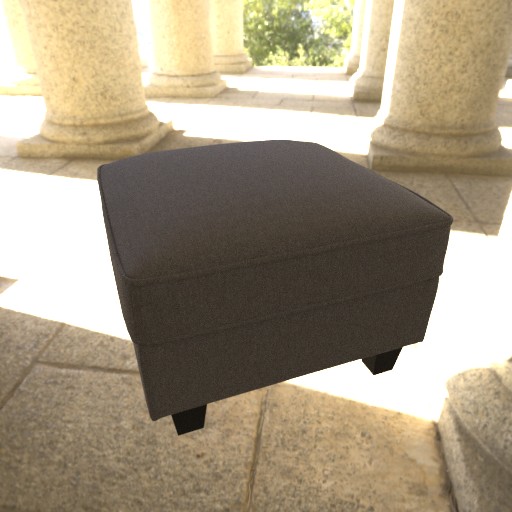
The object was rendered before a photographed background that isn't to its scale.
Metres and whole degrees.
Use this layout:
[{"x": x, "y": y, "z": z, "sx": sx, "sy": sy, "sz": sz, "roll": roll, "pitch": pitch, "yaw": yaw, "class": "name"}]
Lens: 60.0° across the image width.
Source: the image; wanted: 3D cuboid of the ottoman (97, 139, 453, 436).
[{"x": 0.000, "y": 0.000, "z": 1.412, "sx": 0.871, "sy": 0.612, "sz": 0.808, "roll": -11, "pitch": 31, "yaw": -18, "class": "ottoman"}]
